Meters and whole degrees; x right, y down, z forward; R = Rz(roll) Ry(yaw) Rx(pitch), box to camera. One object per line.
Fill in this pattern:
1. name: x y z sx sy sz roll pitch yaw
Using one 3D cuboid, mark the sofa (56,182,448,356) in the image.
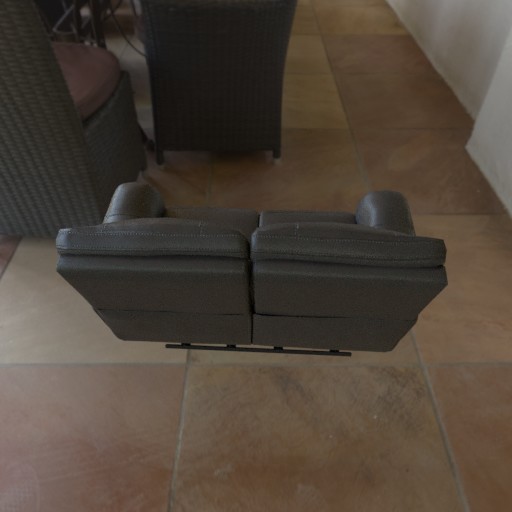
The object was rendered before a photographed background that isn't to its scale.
1. sofa: 0.000 0.000 2.487 1.765 1.111 1.104 2 45 2
